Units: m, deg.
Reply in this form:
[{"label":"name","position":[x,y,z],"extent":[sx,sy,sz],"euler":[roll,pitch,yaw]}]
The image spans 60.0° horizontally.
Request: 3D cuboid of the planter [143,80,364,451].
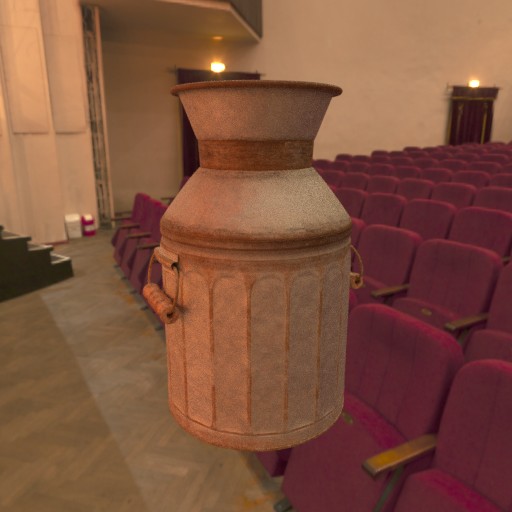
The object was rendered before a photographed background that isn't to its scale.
[{"label":"planter","position":[0.000,0.000,0.507],"extent":[0.248,0.358,0.215],"euler":[-7,17,-25]}]
